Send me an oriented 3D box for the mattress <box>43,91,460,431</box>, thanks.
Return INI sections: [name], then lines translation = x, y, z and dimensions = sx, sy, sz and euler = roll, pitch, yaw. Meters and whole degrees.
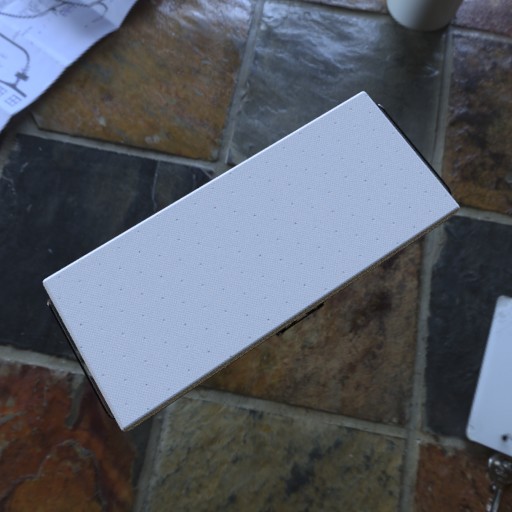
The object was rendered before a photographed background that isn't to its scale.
[mattress]
translation = 0.000, 0.000, 2.588
dimensions = 2.153, 0.519, 0.922
euler = -32, 77, -8
